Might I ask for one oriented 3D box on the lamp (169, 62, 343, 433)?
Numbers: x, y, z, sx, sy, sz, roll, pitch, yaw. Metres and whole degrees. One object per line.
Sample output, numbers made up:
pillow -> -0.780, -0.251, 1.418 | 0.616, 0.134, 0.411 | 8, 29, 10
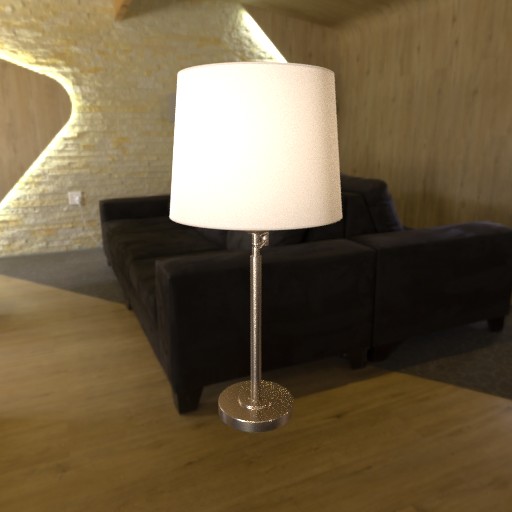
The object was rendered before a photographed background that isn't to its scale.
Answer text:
lamp -> 0.000, 0.000, 0.888 | 0.333, 0.696, 0.333 | 0, 14, 0
